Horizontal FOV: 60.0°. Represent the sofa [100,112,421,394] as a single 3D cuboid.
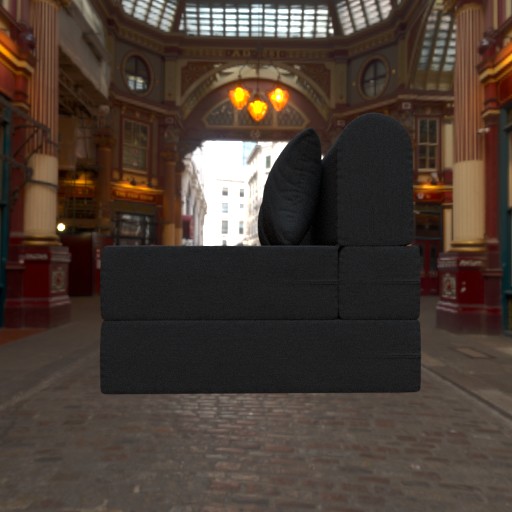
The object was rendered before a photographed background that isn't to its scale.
[{"bbox_3d":[0.000,0.000,1.658,0.762,0.670,1.225,0,-1,-1],"label":"sofa"}]
